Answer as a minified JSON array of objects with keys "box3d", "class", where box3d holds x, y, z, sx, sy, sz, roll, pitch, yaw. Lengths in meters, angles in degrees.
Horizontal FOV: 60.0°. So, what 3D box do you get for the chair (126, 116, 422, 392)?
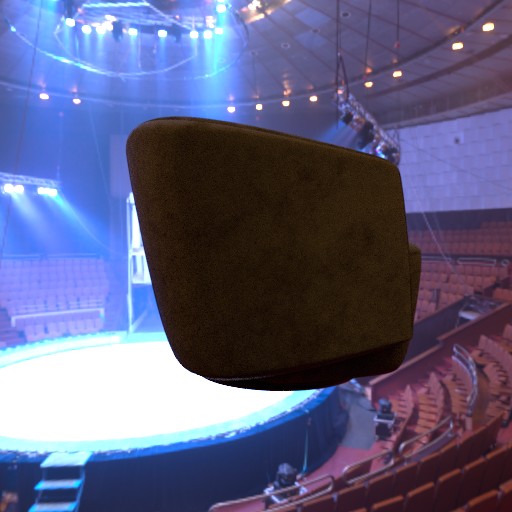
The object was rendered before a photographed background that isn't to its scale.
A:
[{"box3d":[0.000,0.000,1.361,0.767,0.698,0.773,0,0,-19],"class":"chair"}]
